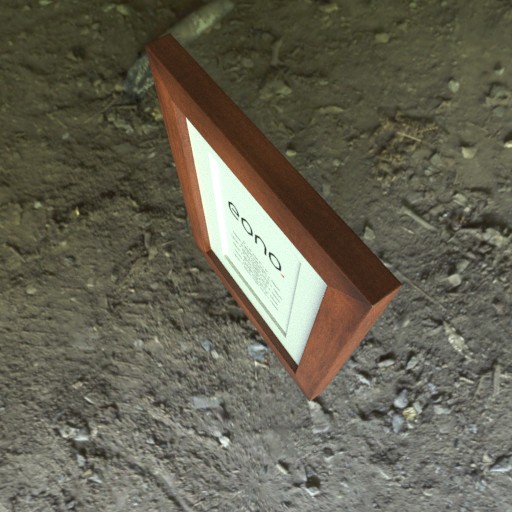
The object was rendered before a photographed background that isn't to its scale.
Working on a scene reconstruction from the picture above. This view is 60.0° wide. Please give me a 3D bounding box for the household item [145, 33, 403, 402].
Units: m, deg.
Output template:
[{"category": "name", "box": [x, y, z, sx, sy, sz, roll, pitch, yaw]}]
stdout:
[{"category": "household item", "box": [0.000, 0.000, 0.338, 0.020, 0.250, 0.200, -32, 67, -15]}]
